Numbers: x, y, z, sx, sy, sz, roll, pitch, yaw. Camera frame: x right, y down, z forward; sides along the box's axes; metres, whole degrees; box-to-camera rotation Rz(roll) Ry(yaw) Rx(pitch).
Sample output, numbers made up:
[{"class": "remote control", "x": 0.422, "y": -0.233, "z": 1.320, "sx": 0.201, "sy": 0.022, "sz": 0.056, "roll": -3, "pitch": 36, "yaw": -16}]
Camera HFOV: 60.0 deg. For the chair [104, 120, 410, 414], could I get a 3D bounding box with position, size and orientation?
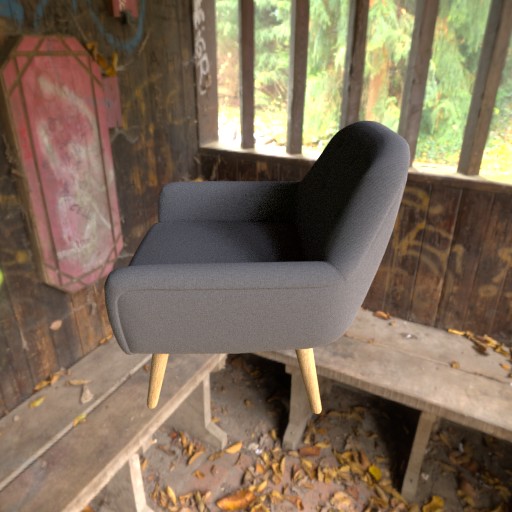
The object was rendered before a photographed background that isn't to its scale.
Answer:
[{"class": "chair", "x": 0.000, "y": 0.000, "z": 1.413, "sx": 0.779, "sy": 0.800, "sz": 0.770, "roll": 0, "pitch": 26, "yaw": 0}]
